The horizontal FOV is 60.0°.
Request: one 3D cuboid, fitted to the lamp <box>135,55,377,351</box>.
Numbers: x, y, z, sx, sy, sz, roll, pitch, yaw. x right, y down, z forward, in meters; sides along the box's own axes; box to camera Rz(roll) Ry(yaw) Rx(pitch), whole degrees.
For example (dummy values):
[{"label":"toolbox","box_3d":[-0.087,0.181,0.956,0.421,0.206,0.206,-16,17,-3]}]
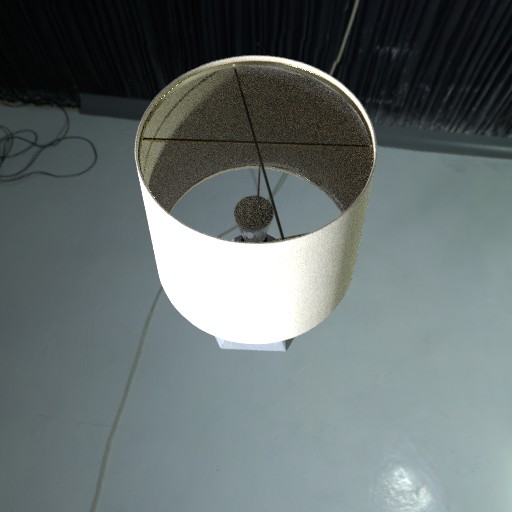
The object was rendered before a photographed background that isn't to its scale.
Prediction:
[{"label":"lamp","box_3d":[0.000,0.000,0.645,0.276,0.501,0.276,0,63,0]}]
